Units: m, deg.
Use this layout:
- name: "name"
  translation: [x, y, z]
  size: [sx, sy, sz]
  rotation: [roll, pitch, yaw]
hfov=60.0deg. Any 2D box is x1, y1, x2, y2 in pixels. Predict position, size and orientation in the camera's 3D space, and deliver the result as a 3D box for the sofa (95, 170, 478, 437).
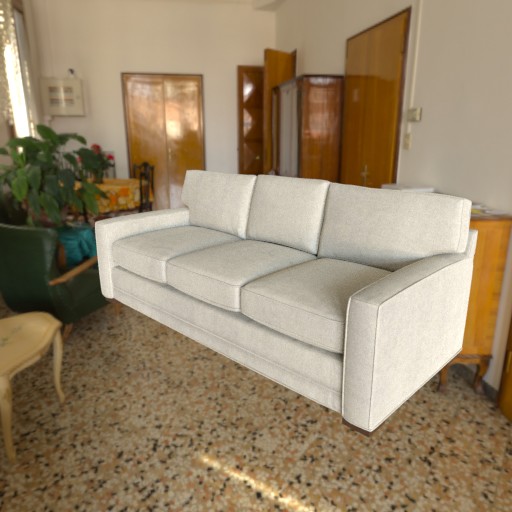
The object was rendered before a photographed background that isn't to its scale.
- name: "sofa"
  translation: [0.000, 0.000, 2.567]
  size: [2.093, 0.862, 0.936]
  rotation: [15, 22, 42]
